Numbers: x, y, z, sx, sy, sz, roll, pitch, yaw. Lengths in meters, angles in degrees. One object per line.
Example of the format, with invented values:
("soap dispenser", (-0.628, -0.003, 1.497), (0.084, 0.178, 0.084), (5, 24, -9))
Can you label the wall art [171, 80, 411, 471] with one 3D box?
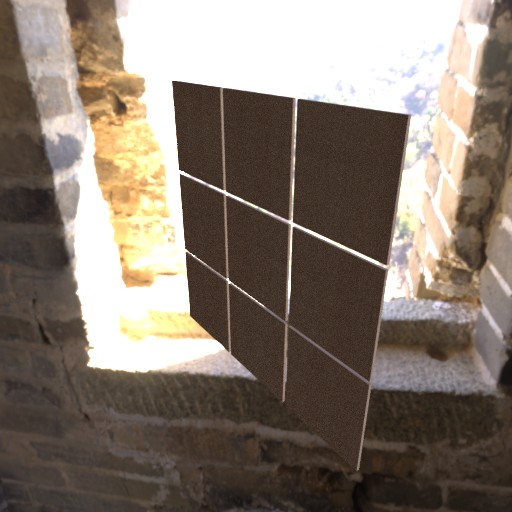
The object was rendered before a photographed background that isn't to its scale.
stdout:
("wall art", (0.000, 0.000, 1.749), (0.013, 1.218, 1.219), (-18, 31, -32))
